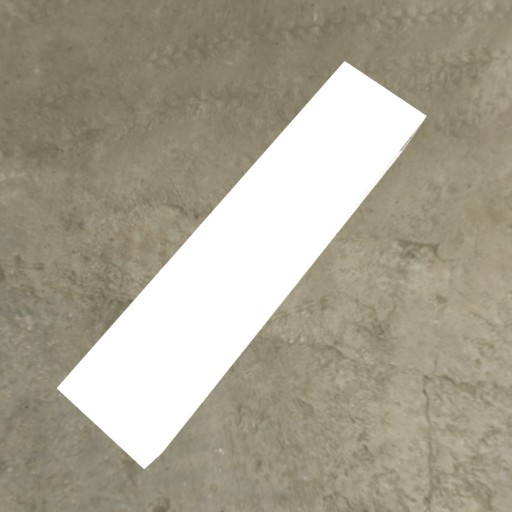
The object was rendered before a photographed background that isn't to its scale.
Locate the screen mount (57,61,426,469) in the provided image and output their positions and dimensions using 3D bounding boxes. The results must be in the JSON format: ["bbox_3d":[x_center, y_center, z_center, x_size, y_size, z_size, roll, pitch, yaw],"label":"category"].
[{"bbox_3d":[0.000,0.000,1.829,0.399,0.432,1.644,38,79,9],"label":"screen mount"}]
